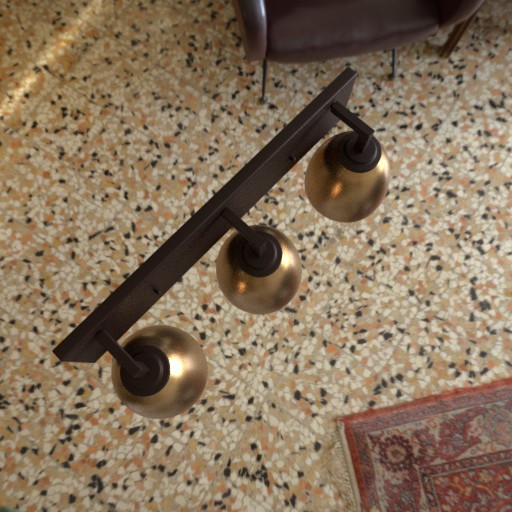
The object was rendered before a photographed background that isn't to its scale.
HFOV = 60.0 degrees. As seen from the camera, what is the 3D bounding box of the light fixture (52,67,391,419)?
[{"bbox_3d":[0.000,0.000,0.659,0.157,0.204,0.582,43,79,10],"label":"light fixture"}]
